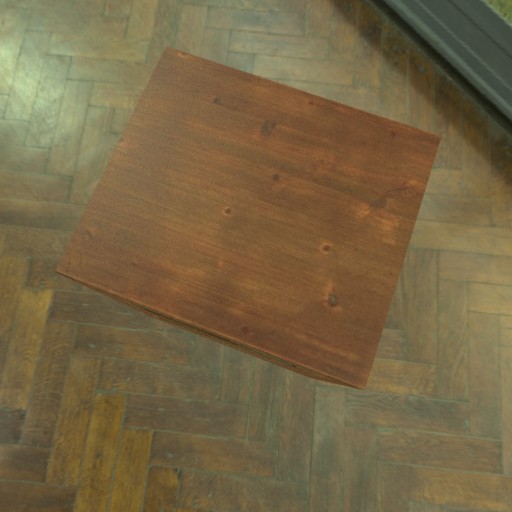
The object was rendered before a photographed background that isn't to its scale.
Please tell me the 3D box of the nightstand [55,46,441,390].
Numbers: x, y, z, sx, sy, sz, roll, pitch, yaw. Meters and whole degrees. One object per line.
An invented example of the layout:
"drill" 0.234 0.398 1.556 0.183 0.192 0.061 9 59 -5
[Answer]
"nightstand" 0.000 0.000 0.997 0.465 0.695 0.410 20 77 5
